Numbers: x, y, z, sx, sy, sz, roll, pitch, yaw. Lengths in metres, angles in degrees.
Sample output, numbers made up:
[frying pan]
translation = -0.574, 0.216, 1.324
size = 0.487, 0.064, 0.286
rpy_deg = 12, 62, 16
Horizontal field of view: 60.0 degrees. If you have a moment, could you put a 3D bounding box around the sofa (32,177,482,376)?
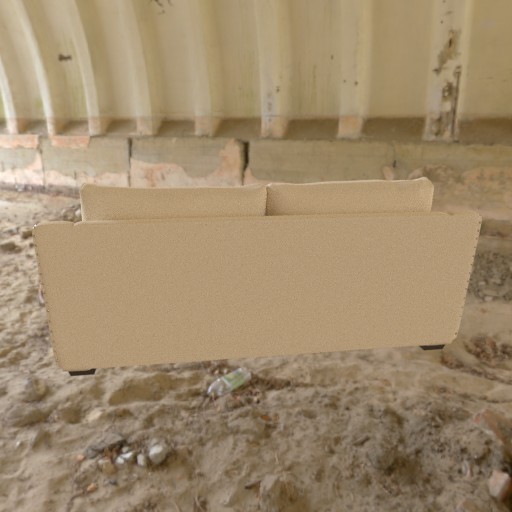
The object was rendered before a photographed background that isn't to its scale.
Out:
[sofa]
translation = 0.000, 0.000, 2.276
size = 1.812, 0.830, 0.949
rpy_deg = -2, 16, -8
